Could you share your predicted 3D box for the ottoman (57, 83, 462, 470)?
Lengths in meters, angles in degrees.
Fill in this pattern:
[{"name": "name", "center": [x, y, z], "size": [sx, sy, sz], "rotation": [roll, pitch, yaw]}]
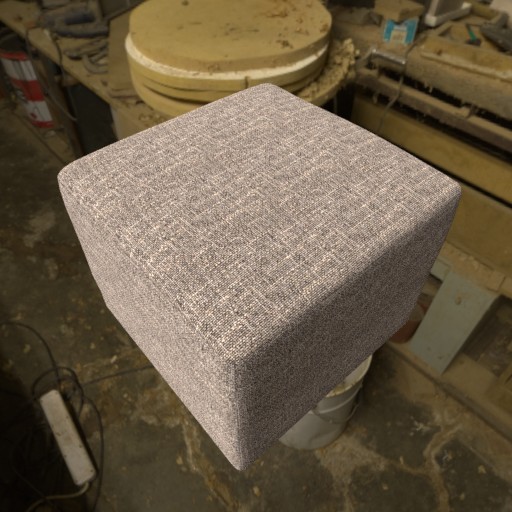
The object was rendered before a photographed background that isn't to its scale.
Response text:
[{"name": "ottoman", "center": [0.000, 0.000, 0.897], "size": [0.521, 0.453, 0.512], "rotation": [-33, 55, -26]}]
